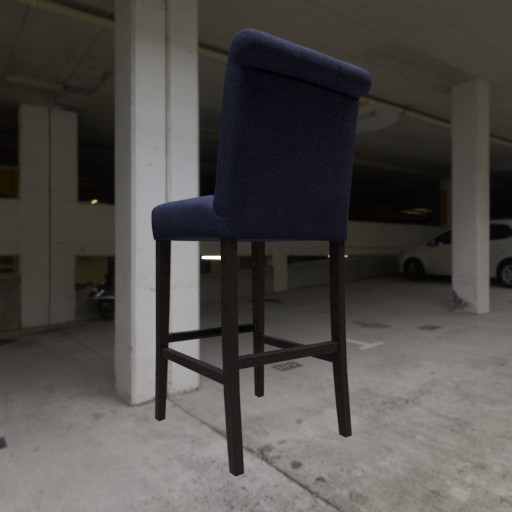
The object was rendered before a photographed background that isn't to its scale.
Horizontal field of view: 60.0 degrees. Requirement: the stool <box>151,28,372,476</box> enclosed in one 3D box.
[{"bbox_3d":[0.000,0.000,1.437,0.493,1.140,0.601,0,1,-36],"label":"stool"}]
